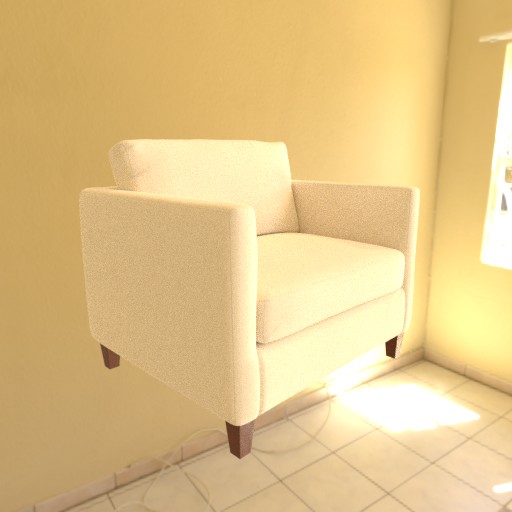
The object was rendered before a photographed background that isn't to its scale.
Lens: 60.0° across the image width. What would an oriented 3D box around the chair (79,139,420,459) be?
[{"bbox_3d":[0.000,0.000,1.714,0.878,0.885,1.019,12,18,43],"label":"chair"}]
